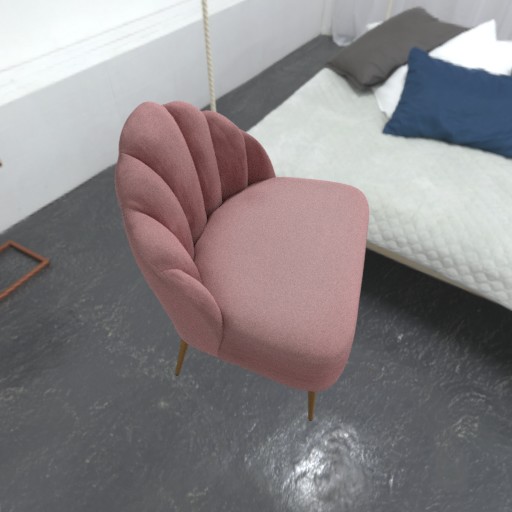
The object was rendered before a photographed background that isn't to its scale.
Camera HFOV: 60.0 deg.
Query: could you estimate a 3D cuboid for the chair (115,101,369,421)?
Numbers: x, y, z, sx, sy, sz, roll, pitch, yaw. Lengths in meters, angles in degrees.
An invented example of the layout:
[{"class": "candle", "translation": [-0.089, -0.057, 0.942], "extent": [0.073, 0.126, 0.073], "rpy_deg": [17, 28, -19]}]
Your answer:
[{"class": "chair", "translation": [0.000, 0.000, 1.262], "extent": [0.599, 0.819, 0.657], "rpy_deg": [11, 48, 10]}]
